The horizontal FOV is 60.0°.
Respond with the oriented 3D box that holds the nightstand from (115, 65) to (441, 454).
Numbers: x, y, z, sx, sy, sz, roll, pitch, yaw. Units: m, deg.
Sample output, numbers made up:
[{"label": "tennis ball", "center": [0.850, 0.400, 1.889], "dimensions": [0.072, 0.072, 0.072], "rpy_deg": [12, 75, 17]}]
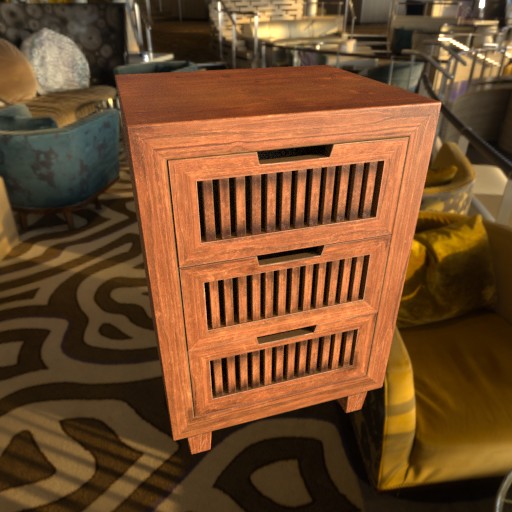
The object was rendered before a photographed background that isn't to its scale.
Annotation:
[{"label": "nightstand", "center": [0.000, 0.000, 0.958], "dimensions": [0.465, 0.695, 0.410], "rpy_deg": [-9, 32, -15]}]
